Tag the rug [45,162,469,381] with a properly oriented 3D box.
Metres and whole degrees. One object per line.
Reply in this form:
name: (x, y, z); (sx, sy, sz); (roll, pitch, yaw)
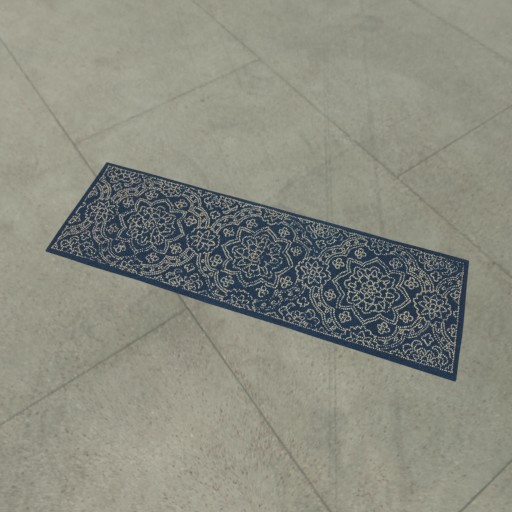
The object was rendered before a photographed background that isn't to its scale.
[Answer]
rug: (0.000, 0.000, 2.670); (2.448, 0.012, 0.769); (16, 60, 10)
